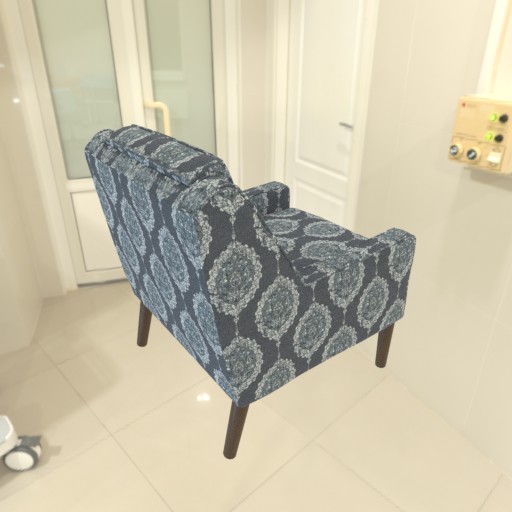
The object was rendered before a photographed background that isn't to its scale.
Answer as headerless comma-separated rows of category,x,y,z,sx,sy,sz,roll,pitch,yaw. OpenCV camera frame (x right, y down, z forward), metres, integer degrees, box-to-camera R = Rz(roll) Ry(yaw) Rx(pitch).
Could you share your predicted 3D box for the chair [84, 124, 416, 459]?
chair,0.000,0.000,1.367,0.743,0.792,0.663,-18,32,-32
